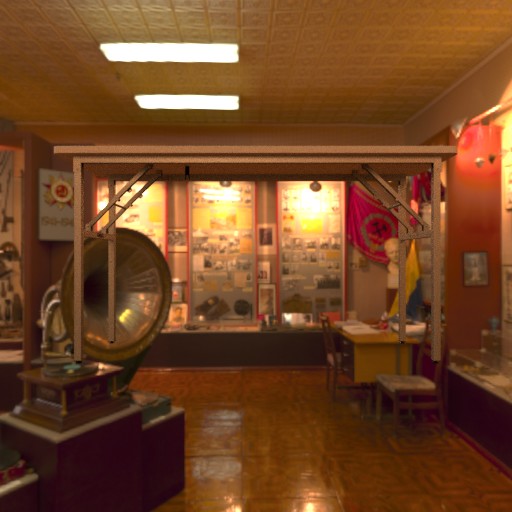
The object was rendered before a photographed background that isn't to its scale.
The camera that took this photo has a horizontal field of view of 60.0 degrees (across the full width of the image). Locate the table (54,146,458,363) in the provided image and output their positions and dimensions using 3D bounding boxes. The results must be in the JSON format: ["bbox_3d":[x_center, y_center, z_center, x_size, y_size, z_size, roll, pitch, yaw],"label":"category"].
[{"bbox_3d":[0.000,0.000,1.732,1.397,0.750,0.446,0,0,0],"label":"table"}]
